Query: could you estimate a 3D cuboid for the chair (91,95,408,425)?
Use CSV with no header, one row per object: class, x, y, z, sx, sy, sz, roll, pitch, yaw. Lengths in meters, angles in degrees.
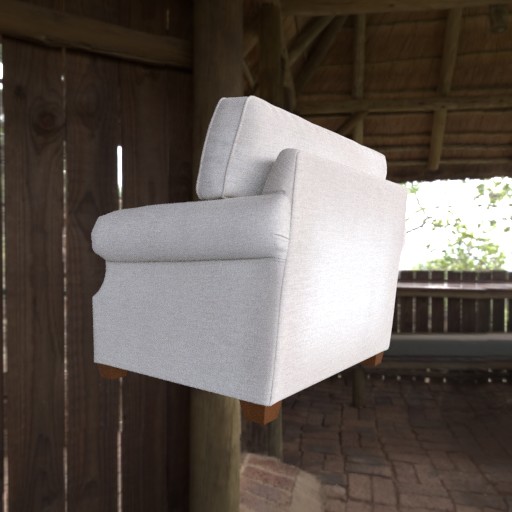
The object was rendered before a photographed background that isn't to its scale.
chair,0.000,0.000,1.840,0.965,0.961,1.092,0,1,37
